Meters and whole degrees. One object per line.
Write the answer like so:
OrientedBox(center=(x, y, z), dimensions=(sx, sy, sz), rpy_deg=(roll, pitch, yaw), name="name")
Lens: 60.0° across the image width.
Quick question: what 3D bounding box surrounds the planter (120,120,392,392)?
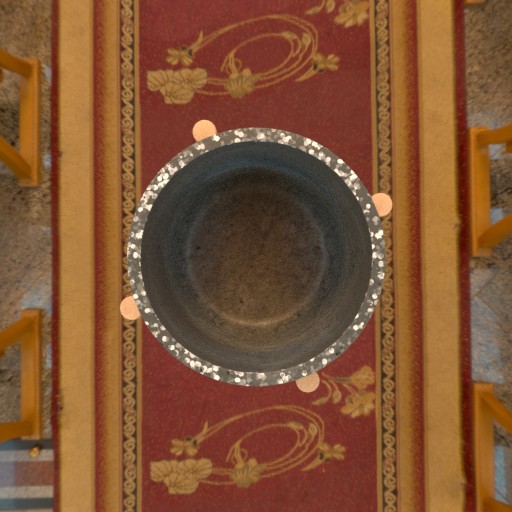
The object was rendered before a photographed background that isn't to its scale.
OrientedBox(center=(0.000, 0.000, 0.540), dimensions=(0.284, 0.320, 0.284), rpy_deg=(0, 90, 0), name="planter")
